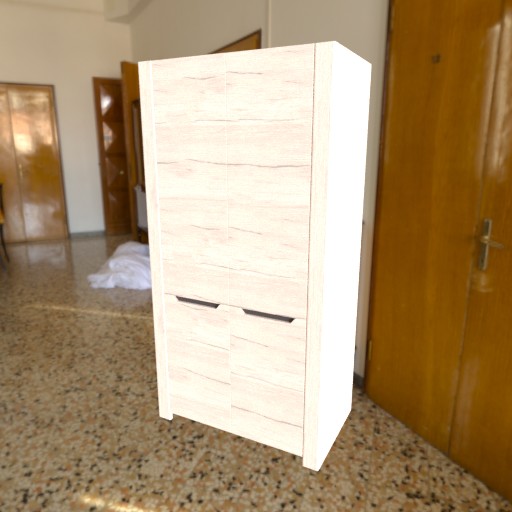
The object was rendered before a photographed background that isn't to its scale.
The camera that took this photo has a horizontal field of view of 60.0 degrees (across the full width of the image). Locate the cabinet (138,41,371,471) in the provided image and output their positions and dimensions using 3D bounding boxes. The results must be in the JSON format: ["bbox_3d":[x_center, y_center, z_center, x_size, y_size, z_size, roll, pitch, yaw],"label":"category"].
[{"bbox_3d":[0.000,0.000,2.388,0.980,1.930,0.580,7,16,26],"label":"cabinet"}]
